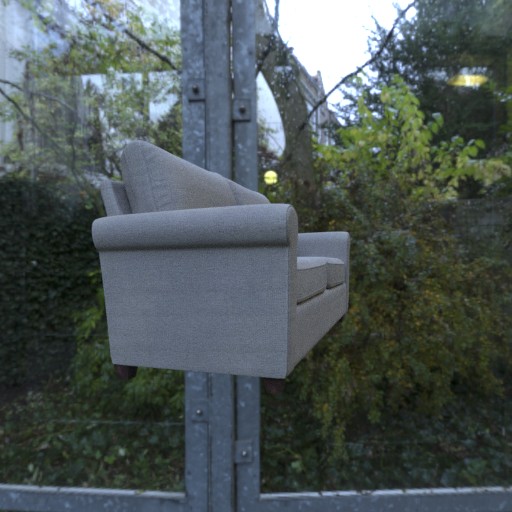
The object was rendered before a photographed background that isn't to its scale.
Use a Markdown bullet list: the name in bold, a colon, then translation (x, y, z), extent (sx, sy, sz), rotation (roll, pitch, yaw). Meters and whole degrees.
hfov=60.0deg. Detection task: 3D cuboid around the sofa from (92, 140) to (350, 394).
- **sofa**: translation (0.000, 0.000, 2.468), extent (0.842, 0.942, 1.935), rotation (0, 0, 18)
